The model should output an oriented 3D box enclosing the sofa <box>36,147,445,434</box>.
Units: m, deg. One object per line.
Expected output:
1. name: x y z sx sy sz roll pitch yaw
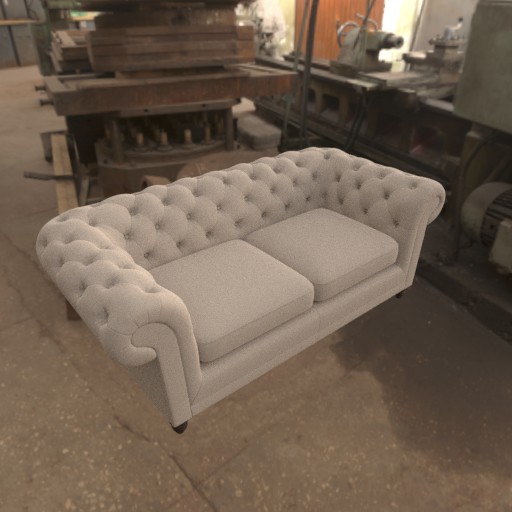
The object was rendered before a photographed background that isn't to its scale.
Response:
1. sofa: 0.000 0.000 2.405 1.998 0.764 0.986 -22 37 -33
